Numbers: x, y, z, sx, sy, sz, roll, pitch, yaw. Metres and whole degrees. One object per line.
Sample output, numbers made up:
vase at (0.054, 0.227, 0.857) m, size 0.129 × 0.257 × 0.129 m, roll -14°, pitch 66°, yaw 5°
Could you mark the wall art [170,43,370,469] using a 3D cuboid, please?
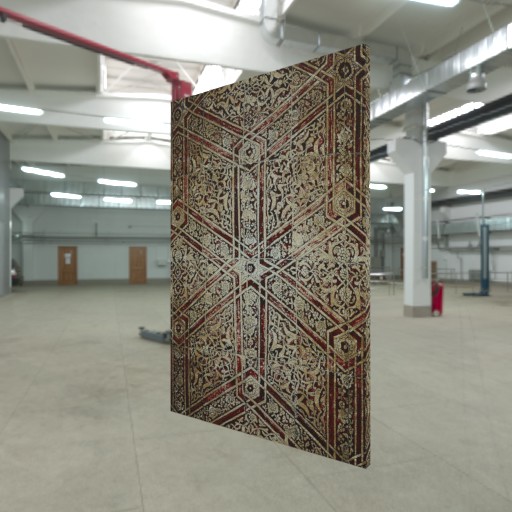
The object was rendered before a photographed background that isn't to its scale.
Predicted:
wall art at (0.000, 0.000, 1.130) m, size 0.599 × 0.904 × 0.030 m, roll 0°, pitch 0°, yaw 36°
